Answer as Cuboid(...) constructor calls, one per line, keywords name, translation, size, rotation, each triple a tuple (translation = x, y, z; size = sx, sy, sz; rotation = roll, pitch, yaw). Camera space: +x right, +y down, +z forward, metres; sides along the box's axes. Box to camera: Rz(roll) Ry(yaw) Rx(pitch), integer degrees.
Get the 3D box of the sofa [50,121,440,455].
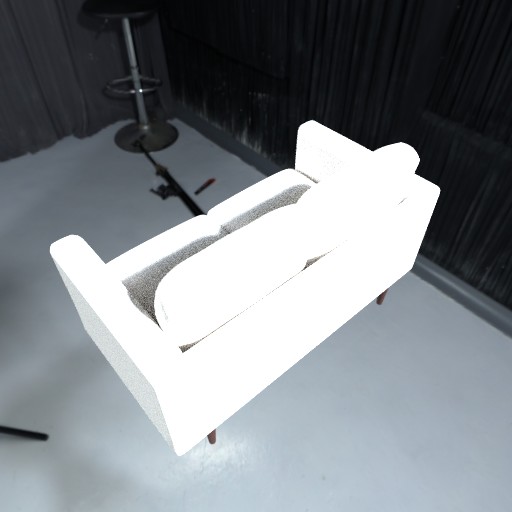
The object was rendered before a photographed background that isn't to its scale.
Cuboid(name="sofa", translation=(0.000, 0.000, 1.948), size=(1.430, 0.908, 0.796), rotation=(-32, 54, -27))
